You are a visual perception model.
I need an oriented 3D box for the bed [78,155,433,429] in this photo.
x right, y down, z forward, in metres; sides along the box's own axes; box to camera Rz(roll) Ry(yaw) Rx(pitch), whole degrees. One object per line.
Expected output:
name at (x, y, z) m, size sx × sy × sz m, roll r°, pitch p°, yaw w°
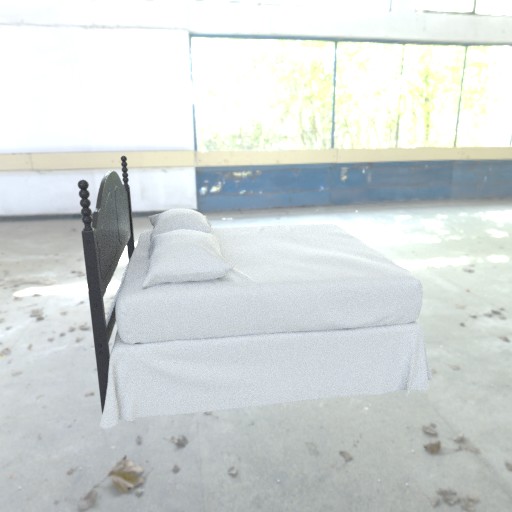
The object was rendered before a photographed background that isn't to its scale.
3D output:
bed at (0.000, 0.000, 3.266) m, size 2.040 × 1.356 × 1.873 m, roll -3°, pitch 17°, yaw -9°
